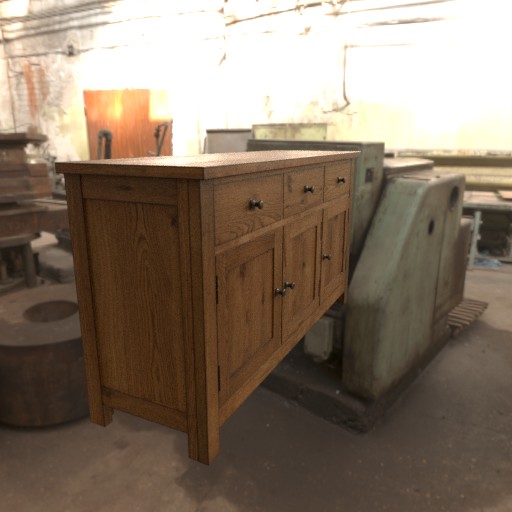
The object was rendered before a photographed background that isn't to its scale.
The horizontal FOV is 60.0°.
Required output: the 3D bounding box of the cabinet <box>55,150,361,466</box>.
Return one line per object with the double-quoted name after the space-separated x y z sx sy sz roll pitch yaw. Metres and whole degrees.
0.000 0.000 1.829 0.480 0.813 1.474 7 16 25 "cabinet"
